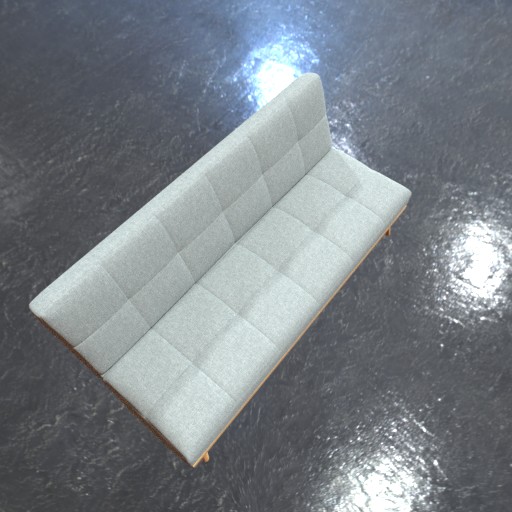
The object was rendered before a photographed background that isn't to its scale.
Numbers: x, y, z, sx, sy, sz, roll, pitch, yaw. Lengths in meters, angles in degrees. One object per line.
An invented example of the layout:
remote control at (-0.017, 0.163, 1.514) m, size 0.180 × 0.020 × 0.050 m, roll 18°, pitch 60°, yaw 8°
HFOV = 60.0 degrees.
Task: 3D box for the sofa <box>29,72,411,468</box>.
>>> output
sofa at (0.000, 0.000, 2.217) m, size 0.800 × 0.800 × 1.820 m, roll 35°, pitch 65°, yaw 19°
